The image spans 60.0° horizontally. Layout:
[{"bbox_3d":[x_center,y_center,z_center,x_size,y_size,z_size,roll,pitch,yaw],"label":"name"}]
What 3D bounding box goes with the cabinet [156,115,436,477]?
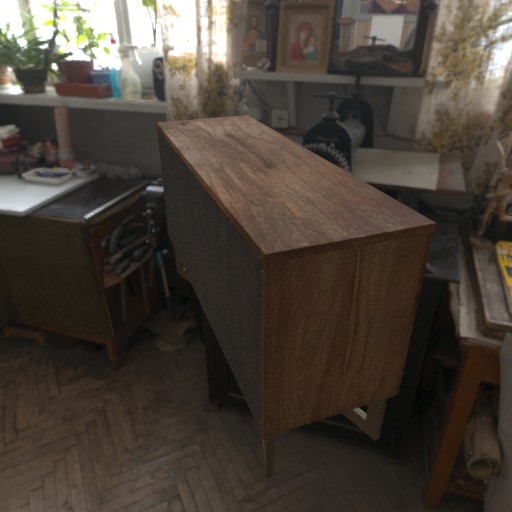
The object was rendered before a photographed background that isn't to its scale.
[{"bbox_3d":[0.000,0.000,1.784,0.480,0.812,1.373,-10,31,-18],"label":"cabinet"}]
